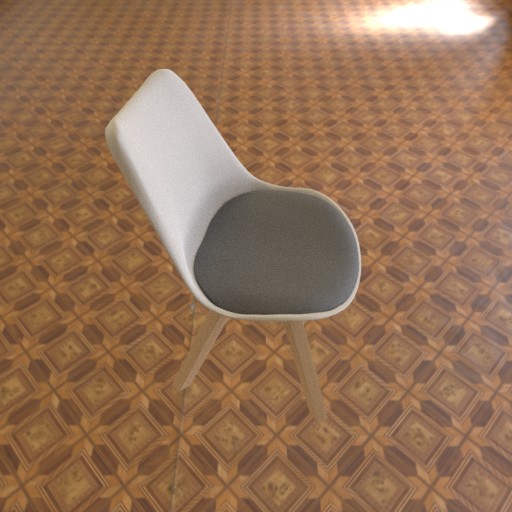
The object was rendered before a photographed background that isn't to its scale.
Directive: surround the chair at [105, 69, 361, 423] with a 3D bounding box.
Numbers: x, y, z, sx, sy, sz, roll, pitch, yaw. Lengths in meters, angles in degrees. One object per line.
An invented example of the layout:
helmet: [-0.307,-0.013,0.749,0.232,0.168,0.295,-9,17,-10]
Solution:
chair: [0.000,0.000,1.179,0.550,0.850,0.485,10,48,9]
